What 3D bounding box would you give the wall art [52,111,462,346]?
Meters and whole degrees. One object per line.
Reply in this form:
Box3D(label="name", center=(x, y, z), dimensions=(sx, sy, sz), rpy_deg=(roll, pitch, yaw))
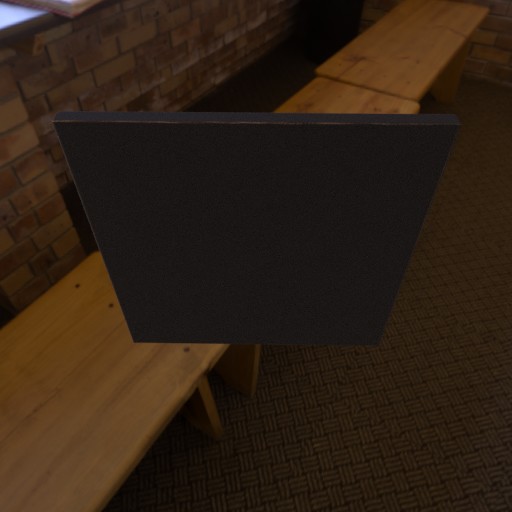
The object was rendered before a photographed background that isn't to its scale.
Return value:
Box3D(label="wall art", center=(0.000, 0.000, 0.443), dimensions=(0.304, 0.303, 0.015), rpy_deg=(1, 47, 1))
